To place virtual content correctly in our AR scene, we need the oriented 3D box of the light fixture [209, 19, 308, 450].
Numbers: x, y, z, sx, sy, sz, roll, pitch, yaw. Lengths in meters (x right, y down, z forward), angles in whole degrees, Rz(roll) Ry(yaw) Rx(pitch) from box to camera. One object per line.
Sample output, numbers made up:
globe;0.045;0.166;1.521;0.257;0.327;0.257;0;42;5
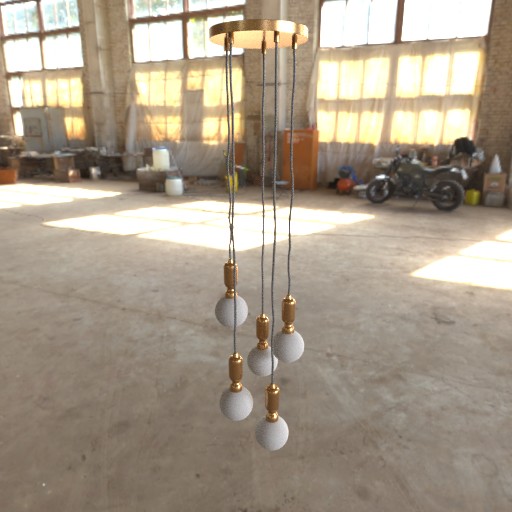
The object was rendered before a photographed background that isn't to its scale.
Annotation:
light fixture;0.000;0.000;0.494;0.105;0.457;0.108;-16;22;-42
